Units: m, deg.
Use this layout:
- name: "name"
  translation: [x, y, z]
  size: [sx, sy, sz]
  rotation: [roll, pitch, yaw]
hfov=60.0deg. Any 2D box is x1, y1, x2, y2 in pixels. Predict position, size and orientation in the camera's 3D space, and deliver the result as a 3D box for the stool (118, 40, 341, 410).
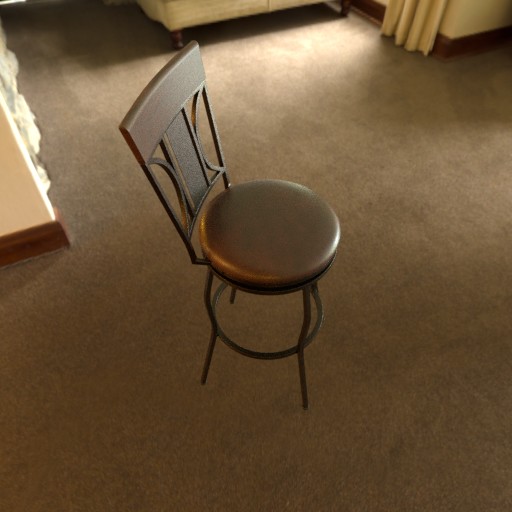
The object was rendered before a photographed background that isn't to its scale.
- name: "stool"
  translation: [0.000, 0.000, 1.430]
  size: [0.513, 1.130, 0.448]
  rotation: [10, 48, 9]
